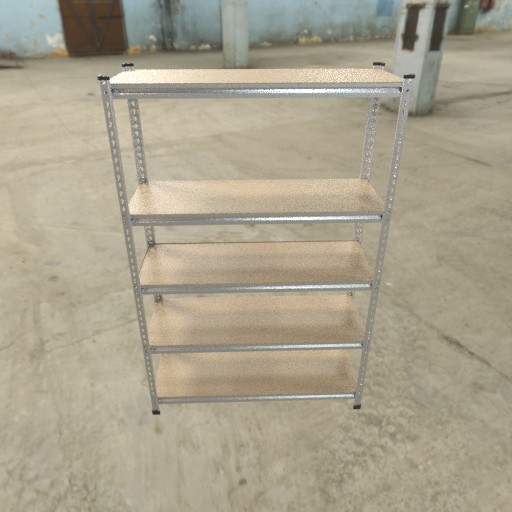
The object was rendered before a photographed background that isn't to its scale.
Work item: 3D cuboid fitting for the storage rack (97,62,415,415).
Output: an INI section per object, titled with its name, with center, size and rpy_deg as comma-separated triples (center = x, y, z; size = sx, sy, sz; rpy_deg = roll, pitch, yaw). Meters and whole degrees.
[storage rack]
center = 0.000, 0.000, 2.332
size = 1.219, 1.829, 0.457
rpy_deg = -1, 29, -2
